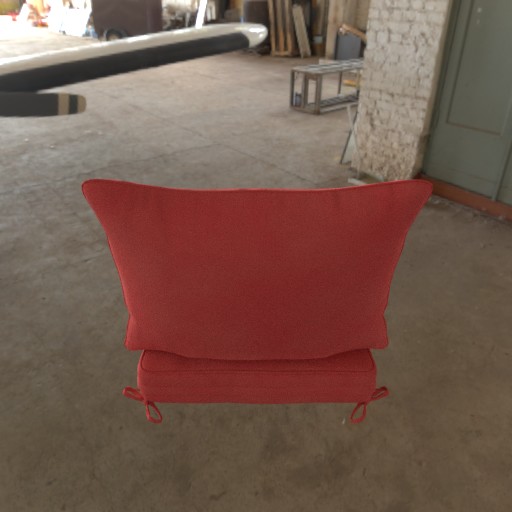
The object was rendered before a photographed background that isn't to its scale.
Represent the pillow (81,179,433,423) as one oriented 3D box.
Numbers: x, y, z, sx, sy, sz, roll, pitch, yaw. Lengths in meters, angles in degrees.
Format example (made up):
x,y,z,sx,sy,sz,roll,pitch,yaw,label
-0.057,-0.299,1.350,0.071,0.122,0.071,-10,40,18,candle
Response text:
x,y,z,sx,sy,sz,roll,pitch,yaw,label
0.000,0.000,1.380,0.798,0.725,0.733,0,31,0,pillow
